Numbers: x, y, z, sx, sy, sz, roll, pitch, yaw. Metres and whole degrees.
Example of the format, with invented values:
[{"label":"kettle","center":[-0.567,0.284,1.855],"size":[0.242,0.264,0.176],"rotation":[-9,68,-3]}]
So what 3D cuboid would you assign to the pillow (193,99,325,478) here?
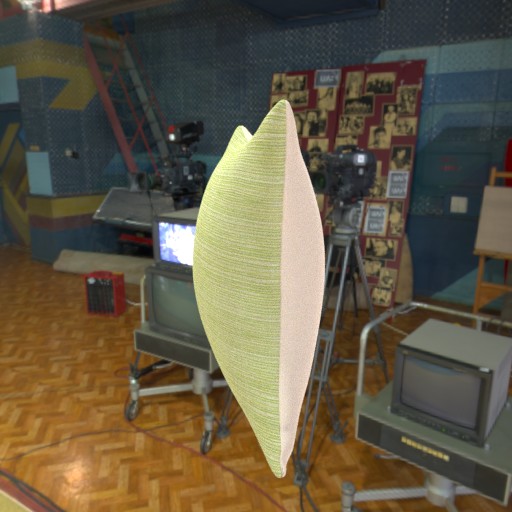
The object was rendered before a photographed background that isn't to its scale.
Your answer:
[{"label":"pillow","center":[0.000,0.000,0.804],"size":[0.229,0.487,0.560],"rotation":[-2,14,-7]}]
